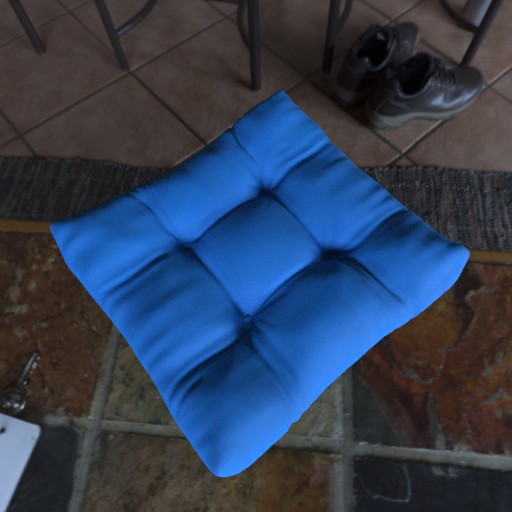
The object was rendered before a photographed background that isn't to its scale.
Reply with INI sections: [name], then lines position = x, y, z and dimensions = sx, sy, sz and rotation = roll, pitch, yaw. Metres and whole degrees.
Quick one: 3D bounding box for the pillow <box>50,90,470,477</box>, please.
[pillow]
position = 0.000, 0.000, 0.718
dimensions = 0.490, 0.128, 0.468
rotation = -36, 69, -16
